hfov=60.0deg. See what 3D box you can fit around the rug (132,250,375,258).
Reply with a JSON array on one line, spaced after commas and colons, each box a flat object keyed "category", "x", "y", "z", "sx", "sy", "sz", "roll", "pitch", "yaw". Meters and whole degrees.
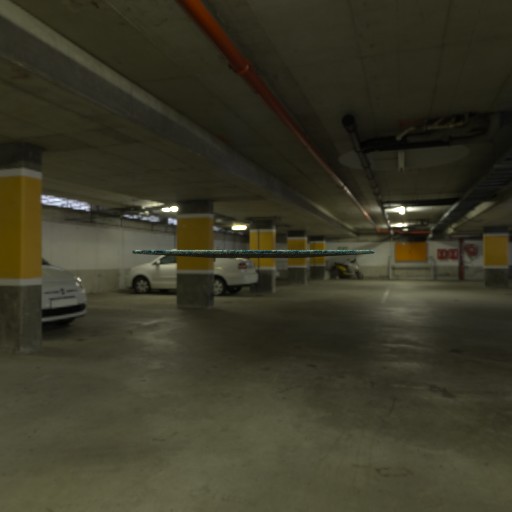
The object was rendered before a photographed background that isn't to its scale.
[{"category": "rug", "x": 0.000, "y": 0.000, "z": 2.581, "sx": 0.750, "sy": 0.011, "sz": 2.435, "roll": 0, "pitch": -1, "yaw": 0}]
